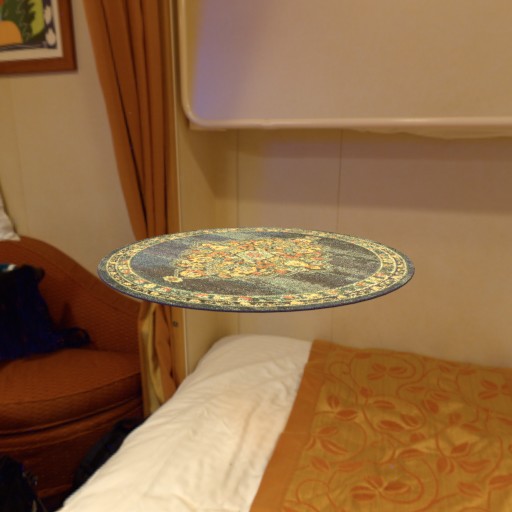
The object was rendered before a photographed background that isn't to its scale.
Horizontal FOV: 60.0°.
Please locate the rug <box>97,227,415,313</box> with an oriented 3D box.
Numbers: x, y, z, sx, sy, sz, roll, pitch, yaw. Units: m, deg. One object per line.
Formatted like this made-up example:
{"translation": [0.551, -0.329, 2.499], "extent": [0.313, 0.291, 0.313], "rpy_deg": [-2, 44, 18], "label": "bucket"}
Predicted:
{"translation": [0.000, 0.000, 3.525], "extent": [2.386, 0.014, 2.386], "rpy_deg": [0, 15, 0], "label": "rug"}
